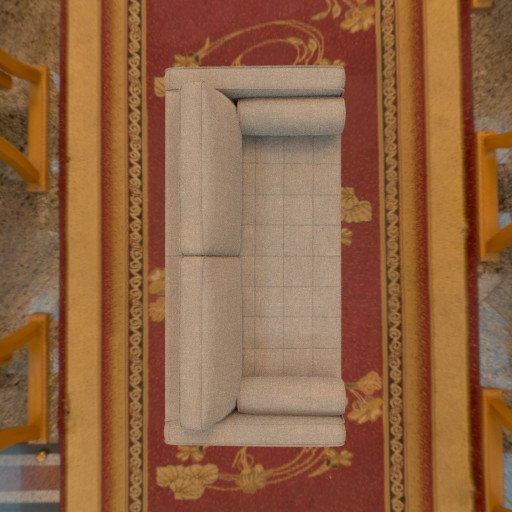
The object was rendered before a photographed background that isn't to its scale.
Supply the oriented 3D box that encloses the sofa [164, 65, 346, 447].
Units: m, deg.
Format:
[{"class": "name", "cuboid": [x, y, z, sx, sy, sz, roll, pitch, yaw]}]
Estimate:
[{"class": "sofa", "cuboid": [0.000, 0.000, 2.350, 0.914, 0.762, 1.879, 0, 90, 1]}]
